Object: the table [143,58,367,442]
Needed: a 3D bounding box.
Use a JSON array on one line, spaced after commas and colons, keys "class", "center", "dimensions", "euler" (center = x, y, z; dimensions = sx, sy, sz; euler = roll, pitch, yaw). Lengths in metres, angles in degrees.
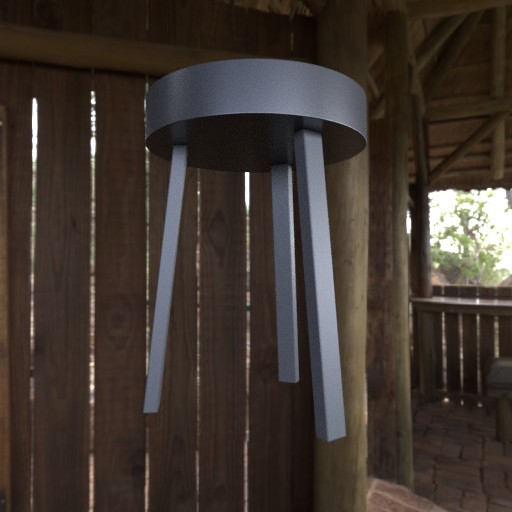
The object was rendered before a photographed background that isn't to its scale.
[{"class": "table", "center": [0.000, 0.000, 0.834], "dimensions": [0.406, 0.559, 0.406], "euler": [0, -1, 0]}]
